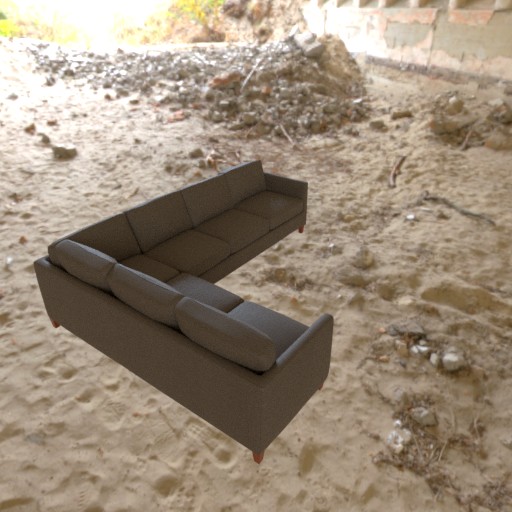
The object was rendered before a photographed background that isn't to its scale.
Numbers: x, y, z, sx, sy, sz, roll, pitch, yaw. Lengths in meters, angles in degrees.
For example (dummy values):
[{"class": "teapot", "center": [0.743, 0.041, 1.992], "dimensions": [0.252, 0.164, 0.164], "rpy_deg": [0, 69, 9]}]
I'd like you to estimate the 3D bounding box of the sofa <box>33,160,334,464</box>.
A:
[{"class": "sofa", "center": [0.000, 0.000, 4.535], "dimensions": [2.593, 0.947, 3.302], "rpy_deg": [20, 35, 31]}]
